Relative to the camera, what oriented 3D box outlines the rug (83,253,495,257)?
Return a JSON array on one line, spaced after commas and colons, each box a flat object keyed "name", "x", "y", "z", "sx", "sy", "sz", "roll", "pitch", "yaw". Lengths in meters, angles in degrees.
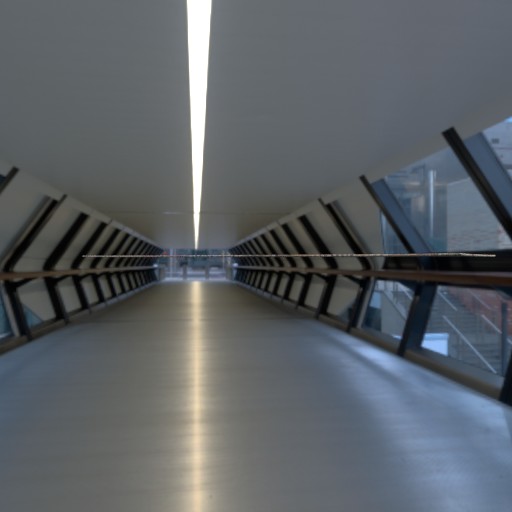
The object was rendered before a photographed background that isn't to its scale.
[{"name": "rug", "x": 0.000, "y": 0.000, "z": 2.654, "sx": 2.443, "sy": 0.009, "sz": 0.771, "roll": 0, "pitch": 0, "yaw": 37}]
